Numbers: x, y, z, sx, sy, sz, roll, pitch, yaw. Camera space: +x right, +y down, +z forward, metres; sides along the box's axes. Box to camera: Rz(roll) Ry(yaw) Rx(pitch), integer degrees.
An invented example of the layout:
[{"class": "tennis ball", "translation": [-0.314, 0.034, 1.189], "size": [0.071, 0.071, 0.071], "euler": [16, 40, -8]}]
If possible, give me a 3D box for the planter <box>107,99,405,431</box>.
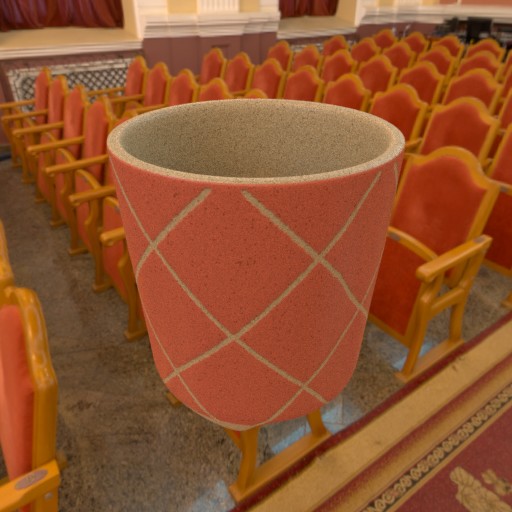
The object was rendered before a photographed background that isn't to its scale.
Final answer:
[{"class": "planter", "translation": [0.000, 0.000, 0.410], "size": [0.227, 0.235, 0.227], "euler": [0, 31, 0]}]
